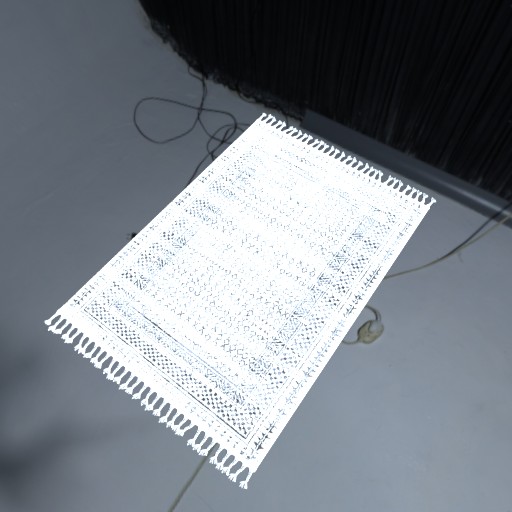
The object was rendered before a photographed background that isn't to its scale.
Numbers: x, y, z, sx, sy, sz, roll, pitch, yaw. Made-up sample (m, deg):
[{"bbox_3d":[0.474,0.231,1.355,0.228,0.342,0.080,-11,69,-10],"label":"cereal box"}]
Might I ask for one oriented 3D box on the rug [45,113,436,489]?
[{"bbox_3d":[0.000,0.000,2.367,1.243,0.013,1.872,32,64,18],"label":"rug"}]
